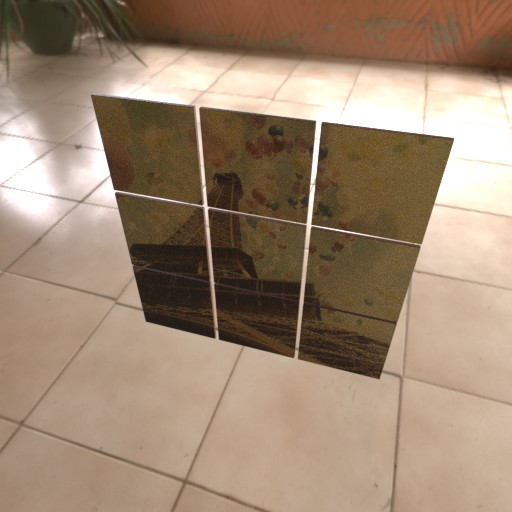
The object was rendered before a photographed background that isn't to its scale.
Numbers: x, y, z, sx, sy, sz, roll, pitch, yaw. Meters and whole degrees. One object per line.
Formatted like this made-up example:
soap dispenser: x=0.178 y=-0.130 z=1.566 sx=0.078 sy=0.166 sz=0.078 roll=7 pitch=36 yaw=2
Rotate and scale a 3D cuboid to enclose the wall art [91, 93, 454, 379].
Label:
wall art: x=0.000 y=0.000 z=1.886 sx=1.256 sy=1.246 sz=0.017 roll=11 pitch=42 yaw=13
